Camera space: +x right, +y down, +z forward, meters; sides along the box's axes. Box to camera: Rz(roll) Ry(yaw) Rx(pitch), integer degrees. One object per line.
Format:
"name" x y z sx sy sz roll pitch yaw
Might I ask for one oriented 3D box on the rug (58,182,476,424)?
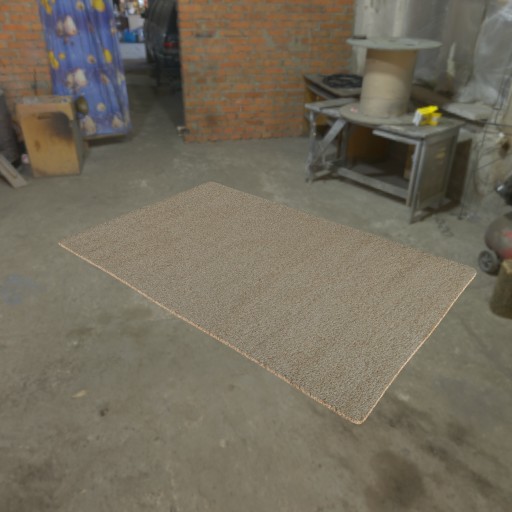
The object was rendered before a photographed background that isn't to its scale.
"rug" 0.000 0.000 2.907 2.349 0.026 1.500 23 38 34
